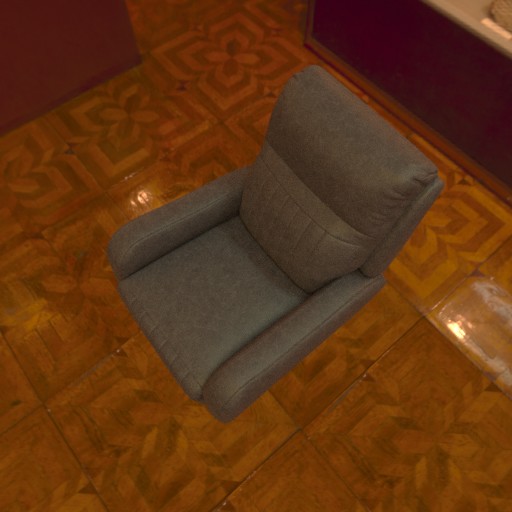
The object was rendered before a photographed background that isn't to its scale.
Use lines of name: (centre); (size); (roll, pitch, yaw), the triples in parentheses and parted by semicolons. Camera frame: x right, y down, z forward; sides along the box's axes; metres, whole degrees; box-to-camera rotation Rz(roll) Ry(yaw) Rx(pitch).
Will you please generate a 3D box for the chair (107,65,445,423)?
chair: (0.000, 0.000, 1.801); (1.067, 1.067, 0.865); (-35, 68, -16)
